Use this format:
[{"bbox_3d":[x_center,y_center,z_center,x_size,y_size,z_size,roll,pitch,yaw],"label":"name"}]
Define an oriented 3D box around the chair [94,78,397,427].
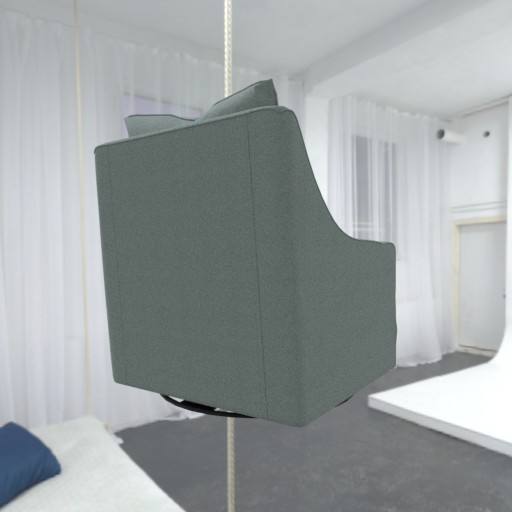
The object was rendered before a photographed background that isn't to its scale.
[{"bbox_3d":[0.000,0.000,1.605,0.760,0.926,0.870,0,0,34],"label":"chair"}]
